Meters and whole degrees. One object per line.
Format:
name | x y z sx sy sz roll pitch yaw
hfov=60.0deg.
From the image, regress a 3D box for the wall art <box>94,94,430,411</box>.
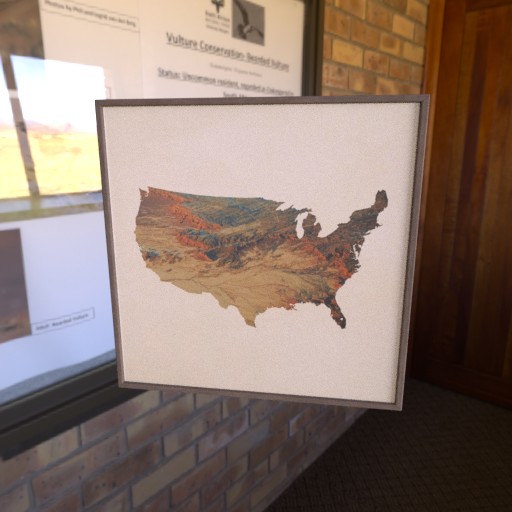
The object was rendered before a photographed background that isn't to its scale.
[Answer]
wall art | 0.000 0.000 0.450 0.303 0.302 0.038 2 14 8
